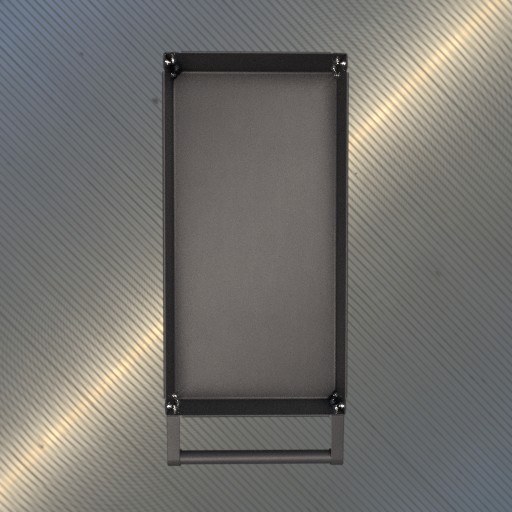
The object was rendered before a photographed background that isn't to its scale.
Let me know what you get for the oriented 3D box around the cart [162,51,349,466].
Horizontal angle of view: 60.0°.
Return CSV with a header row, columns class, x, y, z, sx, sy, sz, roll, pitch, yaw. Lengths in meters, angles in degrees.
class,x,y,z,sx,sy,sz,roll,pitch,yaw
cart,0.000,0.000,1.171,0.366,0.719,0.779,0,91,-1
